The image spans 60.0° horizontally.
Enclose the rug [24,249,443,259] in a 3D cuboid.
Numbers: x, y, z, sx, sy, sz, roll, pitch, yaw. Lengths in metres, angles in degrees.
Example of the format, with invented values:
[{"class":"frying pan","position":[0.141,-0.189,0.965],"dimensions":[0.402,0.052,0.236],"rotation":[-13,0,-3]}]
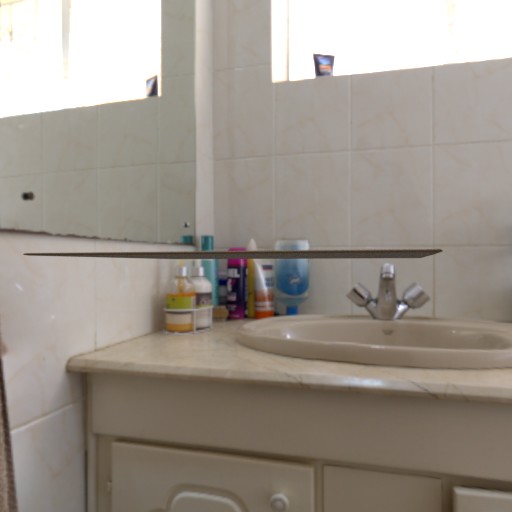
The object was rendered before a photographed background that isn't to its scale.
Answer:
[{"class":"rug","position":[0.000,0.000,4.118],"dimensions":[3.041,0.020,2.413],"rotation":[0,-1,18]}]
